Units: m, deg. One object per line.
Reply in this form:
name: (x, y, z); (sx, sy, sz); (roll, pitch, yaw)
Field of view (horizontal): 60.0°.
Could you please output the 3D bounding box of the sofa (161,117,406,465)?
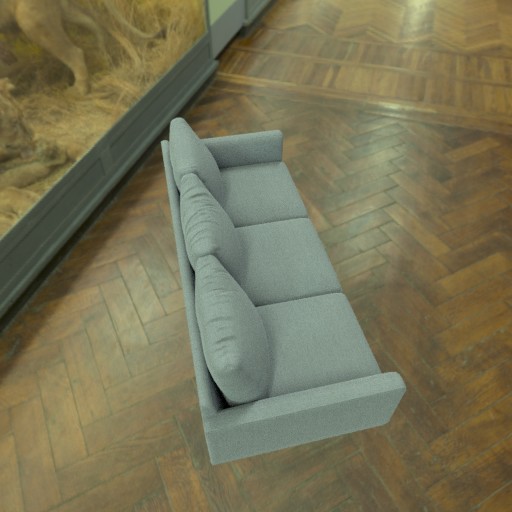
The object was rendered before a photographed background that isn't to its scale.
sofa: (0.000, 0.000, 2.504); (0.850, 0.830, 2.000); (-10, 48, -9)
